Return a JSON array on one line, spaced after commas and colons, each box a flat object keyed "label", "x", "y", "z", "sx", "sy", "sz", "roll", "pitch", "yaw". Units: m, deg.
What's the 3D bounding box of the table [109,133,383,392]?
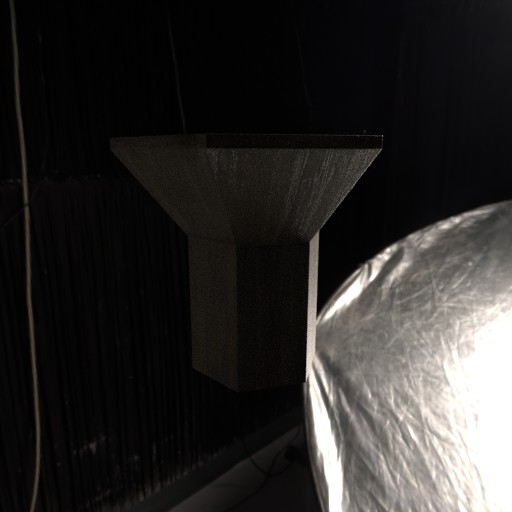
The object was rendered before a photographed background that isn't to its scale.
[{"label": "table", "x": 0.000, "y": 0.000, "z": 1.151, "sx": 0.683, "sy": 0.586, "sz": 0.592, "roll": 13, "pitch": 18, "yaw": 43}]
